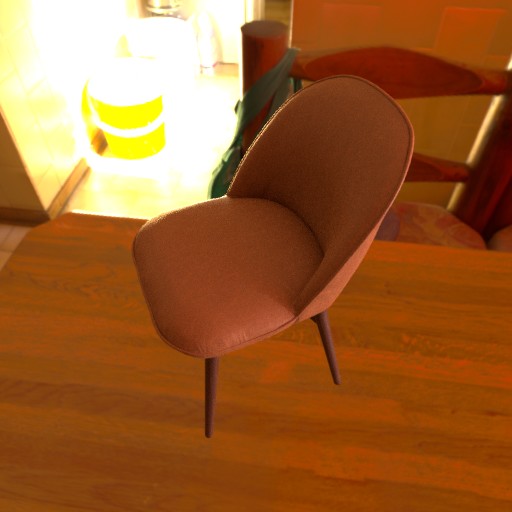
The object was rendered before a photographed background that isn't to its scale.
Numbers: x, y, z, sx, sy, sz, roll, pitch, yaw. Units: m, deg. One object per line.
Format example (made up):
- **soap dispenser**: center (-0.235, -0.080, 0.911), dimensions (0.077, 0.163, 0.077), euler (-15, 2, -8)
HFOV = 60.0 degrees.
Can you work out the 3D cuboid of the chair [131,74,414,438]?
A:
- **chair**: center (0.000, 0.000, 1.215), dimensions (0.631, 0.831, 0.521), euler (-17, 50, -15)
